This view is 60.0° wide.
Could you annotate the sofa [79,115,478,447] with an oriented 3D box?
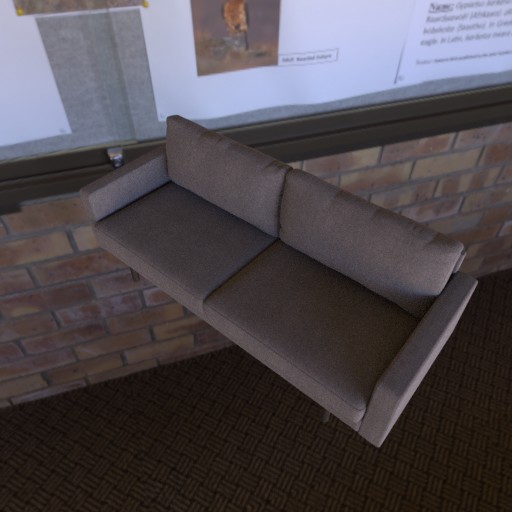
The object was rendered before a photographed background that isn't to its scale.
[{"bbox_3d":[0.000,0.000,2.509,2.100,0.880,0.880,30,52,27],"label":"sofa"}]
